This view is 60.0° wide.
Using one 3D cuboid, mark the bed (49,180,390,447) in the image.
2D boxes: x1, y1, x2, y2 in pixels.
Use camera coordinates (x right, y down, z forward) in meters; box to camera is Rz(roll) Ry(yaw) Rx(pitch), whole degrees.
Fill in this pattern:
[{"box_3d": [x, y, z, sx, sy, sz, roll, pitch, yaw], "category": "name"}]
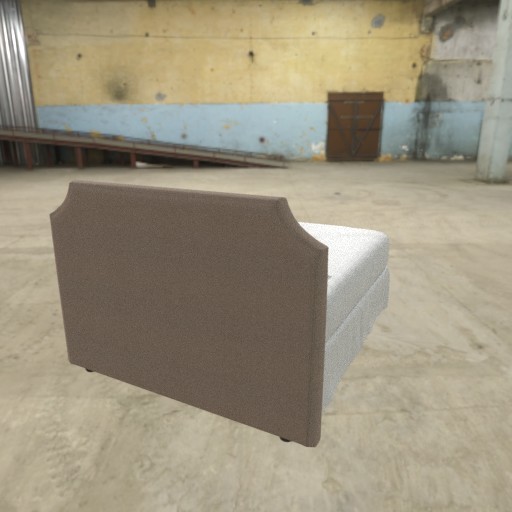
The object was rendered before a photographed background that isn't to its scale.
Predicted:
[{"box_3d": [0.000, 0.000, 3.391, 1.828, 1.303, 2.164, 9, 19, 27], "category": "bed"}]
